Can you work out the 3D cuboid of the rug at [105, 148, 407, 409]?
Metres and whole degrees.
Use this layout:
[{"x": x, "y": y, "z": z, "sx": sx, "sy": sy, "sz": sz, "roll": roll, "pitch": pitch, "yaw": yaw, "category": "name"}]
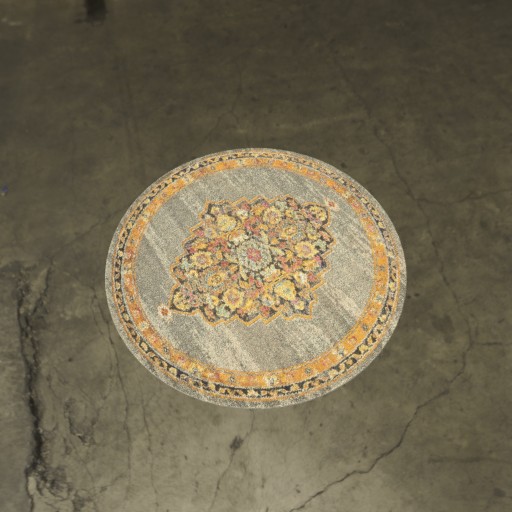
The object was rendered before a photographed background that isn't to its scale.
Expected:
[{"x": 0.000, "y": 0.000, "z": 2.385, "sx": 1.598, "sy": 0.010, "sz": 1.598, "roll": 0, "pitch": 59, "yaw": 0, "category": "rug"}]
